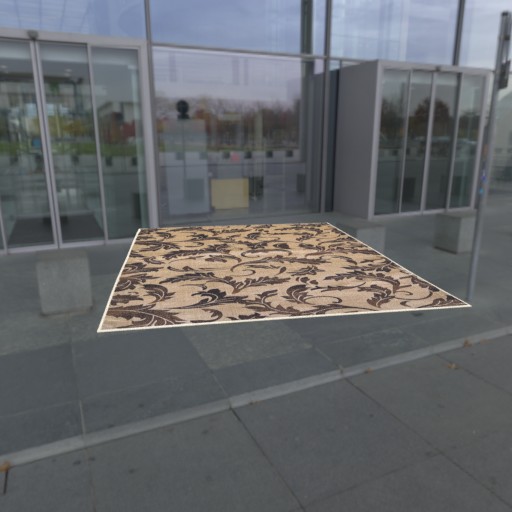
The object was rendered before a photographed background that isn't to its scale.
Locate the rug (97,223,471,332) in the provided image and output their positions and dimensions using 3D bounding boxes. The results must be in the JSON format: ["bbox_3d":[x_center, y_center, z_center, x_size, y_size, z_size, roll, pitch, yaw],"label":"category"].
[{"bbox_3d":[0.000,0.000,4.133,2.380,0.008,2.977,-3,15,-9],"label":"rug"}]
